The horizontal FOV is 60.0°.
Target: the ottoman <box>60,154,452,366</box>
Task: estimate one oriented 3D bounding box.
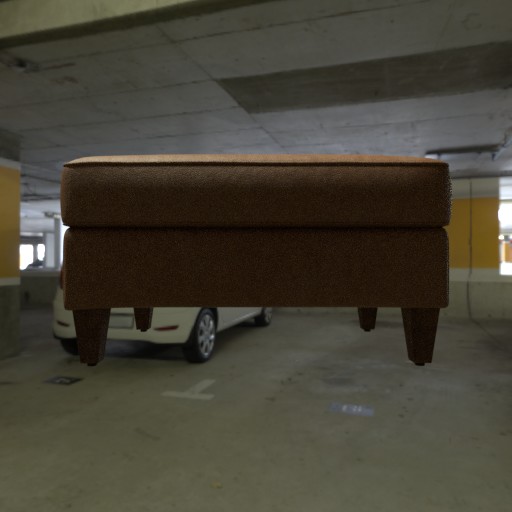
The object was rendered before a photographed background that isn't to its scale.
[{"bbox_3d":[0.000,0.000,1.202,0.864,0.483,0.584,0,0,0],"label":"ottoman"}]
